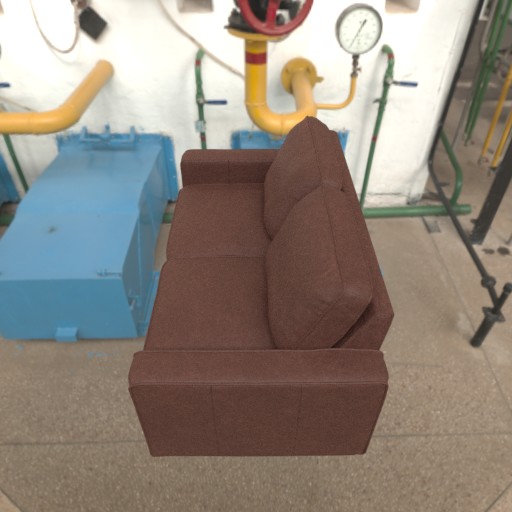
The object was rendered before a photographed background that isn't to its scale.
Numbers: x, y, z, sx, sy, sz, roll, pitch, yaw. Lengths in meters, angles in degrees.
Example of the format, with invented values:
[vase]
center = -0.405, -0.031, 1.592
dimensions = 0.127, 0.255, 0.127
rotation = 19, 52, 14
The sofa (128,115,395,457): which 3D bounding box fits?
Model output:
[sofa]
center = 0.000, 0.000, 2.257
dimensions = 0.947, 0.918, 1.709
rotation = 0, 41, 0
